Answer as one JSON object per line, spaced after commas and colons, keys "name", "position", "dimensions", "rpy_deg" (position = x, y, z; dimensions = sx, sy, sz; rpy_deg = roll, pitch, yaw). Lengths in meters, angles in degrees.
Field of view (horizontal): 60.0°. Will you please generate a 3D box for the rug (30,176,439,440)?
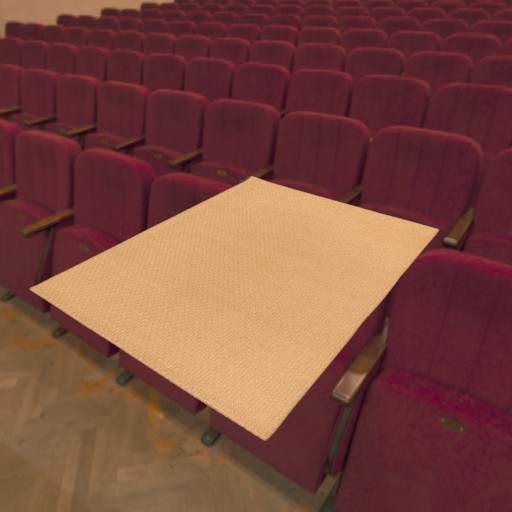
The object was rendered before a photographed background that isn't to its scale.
{"name": "rug", "position": [0.000, 0.000, 3.871], "dimensions": [2.277, 0.035, 2.897], "rpy_deg": [21, 38, 30]}
